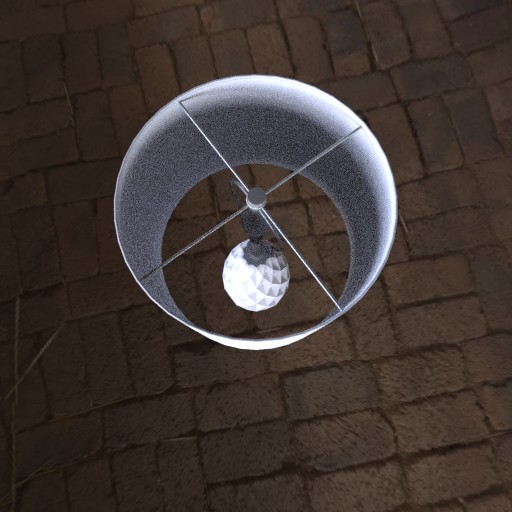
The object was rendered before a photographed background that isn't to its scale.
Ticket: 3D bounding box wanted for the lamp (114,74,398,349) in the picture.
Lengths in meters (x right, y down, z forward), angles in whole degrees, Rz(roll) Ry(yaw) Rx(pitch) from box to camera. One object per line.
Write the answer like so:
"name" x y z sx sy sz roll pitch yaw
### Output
"lamp" 0.000 0.000 0.713 0.297 0.522 0.297 0 76 0
